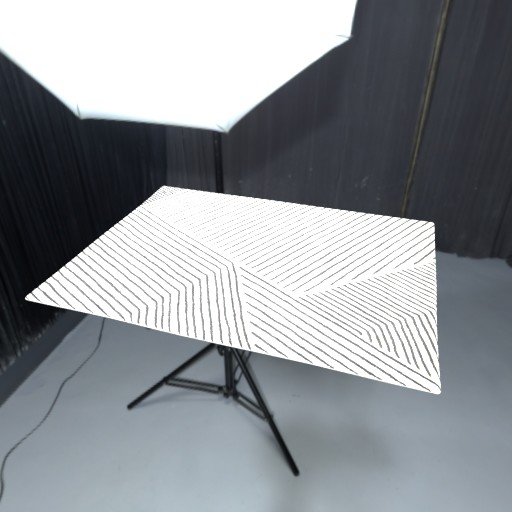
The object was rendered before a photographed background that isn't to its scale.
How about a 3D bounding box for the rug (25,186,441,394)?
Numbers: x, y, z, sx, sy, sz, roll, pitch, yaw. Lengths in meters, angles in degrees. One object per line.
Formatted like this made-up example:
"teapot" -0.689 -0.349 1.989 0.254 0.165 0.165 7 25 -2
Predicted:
"rug" 0.000 0.000 3.176 2.449 0.028 1.829 10 34 15
